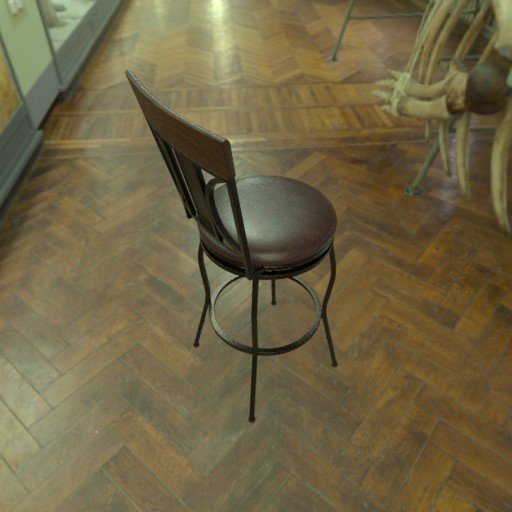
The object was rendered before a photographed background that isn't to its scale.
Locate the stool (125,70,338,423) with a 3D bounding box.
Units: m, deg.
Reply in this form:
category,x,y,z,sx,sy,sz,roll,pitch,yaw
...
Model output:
category,x,y,z,sx,sy,sz,roll,pitch,yaw
stool,0.000,0.000,1.423,0.513,1.130,0.448,-25,48,-26
